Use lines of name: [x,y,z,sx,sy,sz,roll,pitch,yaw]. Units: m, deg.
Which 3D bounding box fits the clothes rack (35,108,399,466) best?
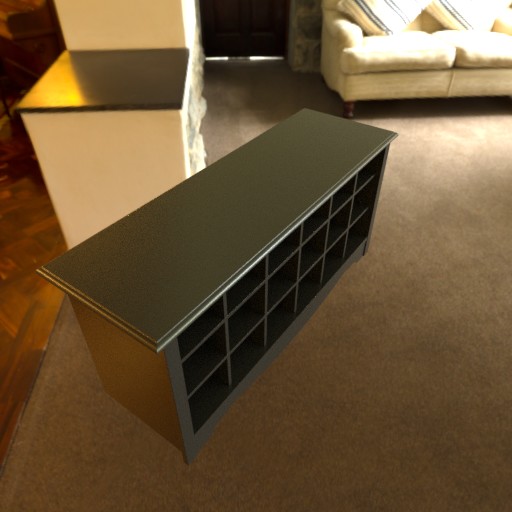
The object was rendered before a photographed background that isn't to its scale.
clothes rack: [0.000,0.000,1.504,0.406,0.556,1.219,25,46,27]
